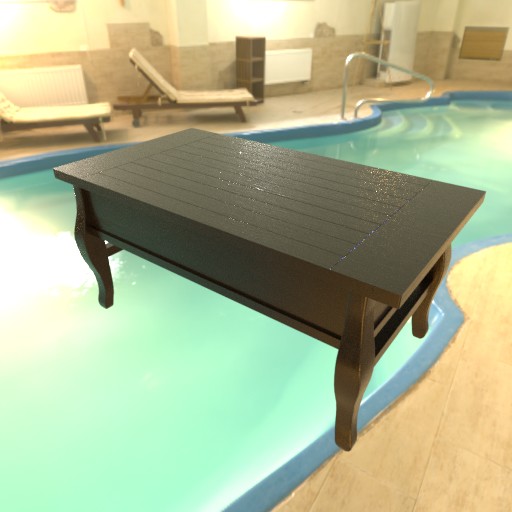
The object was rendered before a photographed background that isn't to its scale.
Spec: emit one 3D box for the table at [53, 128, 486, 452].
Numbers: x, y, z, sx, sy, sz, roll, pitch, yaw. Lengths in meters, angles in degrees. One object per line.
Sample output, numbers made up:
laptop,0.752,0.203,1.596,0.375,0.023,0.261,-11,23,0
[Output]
table,0.000,0.000,1.354,1.062,0.494,0.600,21,36,31
